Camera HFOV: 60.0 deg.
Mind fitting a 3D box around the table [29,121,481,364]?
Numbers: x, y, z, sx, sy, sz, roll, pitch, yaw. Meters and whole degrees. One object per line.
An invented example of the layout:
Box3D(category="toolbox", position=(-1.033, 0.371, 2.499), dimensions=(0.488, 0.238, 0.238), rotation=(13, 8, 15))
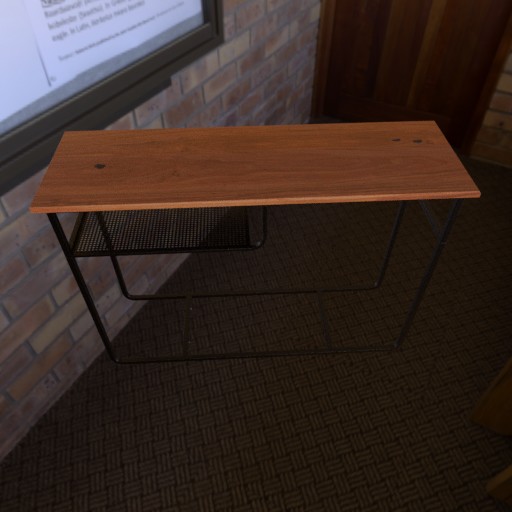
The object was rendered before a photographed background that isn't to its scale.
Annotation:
Box3D(category="table", position=(0.000, 0.000, 1.465), dimensions=(1.100, 0.750, 0.350), rotation=(-2, 46, -2))
